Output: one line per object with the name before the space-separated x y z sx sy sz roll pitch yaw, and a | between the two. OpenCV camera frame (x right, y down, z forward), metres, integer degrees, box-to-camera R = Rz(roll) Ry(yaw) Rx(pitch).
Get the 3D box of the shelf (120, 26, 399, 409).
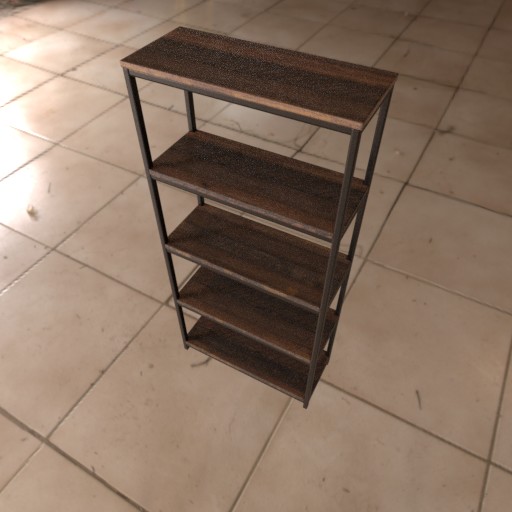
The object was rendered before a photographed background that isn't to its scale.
shelf | 0.000 0.000 2.170 0.874 1.860 0.359 21 50 19
